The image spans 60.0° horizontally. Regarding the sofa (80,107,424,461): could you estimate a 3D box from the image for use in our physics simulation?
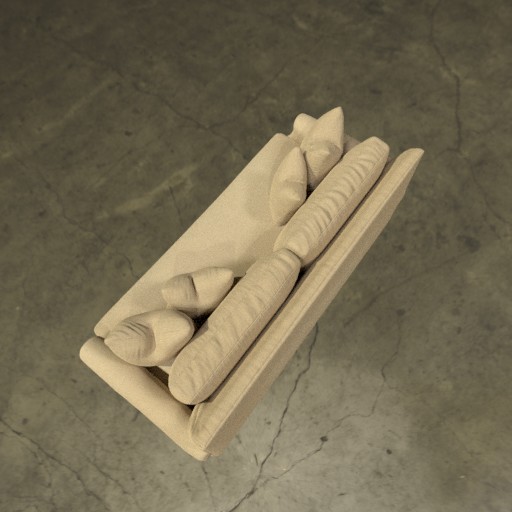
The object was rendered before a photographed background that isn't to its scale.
[{"bbox_3d":[0.000,0.000,2.855,1.067,0.904,2.285,34,68,15],"label":"sofa"}]
